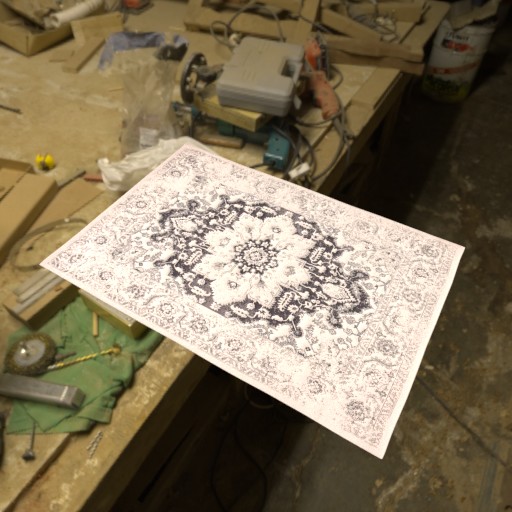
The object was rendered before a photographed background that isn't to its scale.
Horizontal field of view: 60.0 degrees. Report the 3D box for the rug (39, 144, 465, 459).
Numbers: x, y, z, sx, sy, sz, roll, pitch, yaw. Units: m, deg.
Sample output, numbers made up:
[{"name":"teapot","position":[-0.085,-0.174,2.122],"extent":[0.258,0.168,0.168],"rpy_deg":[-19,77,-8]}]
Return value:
[{"name":"rug","position":[0.000,0.000,2.265],"extent":[1.813,0.008,1.223],"rpy_deg":[24,53,20]}]
